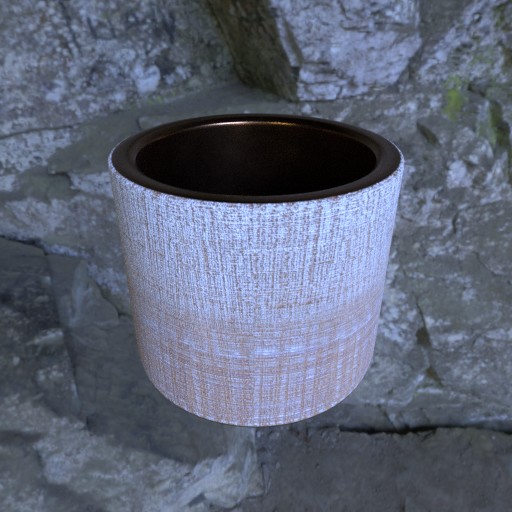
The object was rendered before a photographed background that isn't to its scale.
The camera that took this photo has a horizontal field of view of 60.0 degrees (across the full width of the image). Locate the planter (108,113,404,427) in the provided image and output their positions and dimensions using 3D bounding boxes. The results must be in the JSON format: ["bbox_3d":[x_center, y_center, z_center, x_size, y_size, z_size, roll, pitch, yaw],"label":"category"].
[{"bbox_3d":[0.000,0.000,0.190,0.109,0.096,0.109,0,31,0],"label":"planter"}]
